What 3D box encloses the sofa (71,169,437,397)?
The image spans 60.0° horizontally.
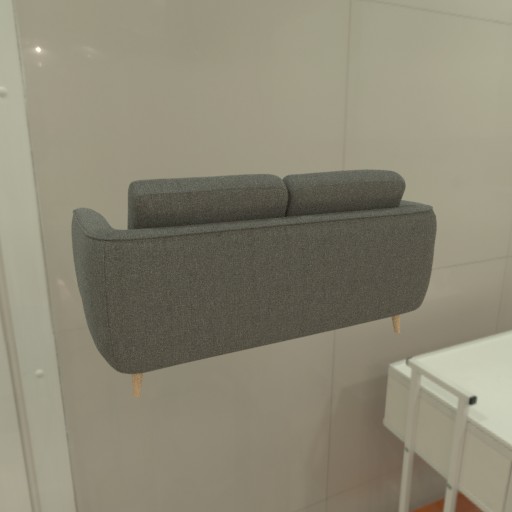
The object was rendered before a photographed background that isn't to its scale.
[{"bbox_3d":[0.000,0.000,2.254,1.700,0.870,0.920,-7,16,-25],"label":"sofa"}]
